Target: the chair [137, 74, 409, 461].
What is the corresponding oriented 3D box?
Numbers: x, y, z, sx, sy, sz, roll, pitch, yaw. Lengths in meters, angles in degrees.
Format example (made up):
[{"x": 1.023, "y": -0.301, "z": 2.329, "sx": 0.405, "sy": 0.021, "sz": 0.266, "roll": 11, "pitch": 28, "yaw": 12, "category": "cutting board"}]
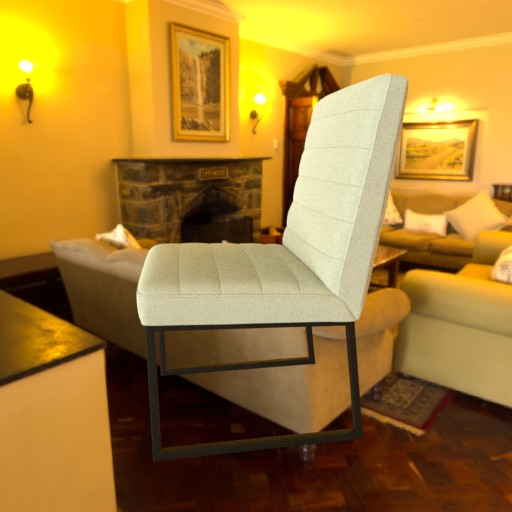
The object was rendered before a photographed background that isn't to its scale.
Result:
[{"x": 0.000, "y": 0.000, "z": 1.276, "sx": 0.634, "sy": 0.930, "sz": 0.520, "roll": -2, "pitch": 13, "yaw": -9, "category": "chair"}]
